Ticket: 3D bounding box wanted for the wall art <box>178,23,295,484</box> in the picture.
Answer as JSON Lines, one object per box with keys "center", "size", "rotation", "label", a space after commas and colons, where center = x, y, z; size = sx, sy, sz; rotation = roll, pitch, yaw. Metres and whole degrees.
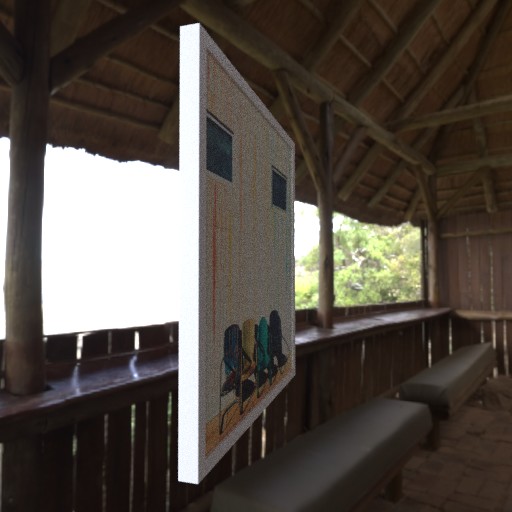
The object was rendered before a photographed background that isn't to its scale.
{"center": [0.000, 0.000, 1.098], "size": [0.036, 0.760, 0.760], "rotation": [0, -1, 17], "label": "wall art"}
